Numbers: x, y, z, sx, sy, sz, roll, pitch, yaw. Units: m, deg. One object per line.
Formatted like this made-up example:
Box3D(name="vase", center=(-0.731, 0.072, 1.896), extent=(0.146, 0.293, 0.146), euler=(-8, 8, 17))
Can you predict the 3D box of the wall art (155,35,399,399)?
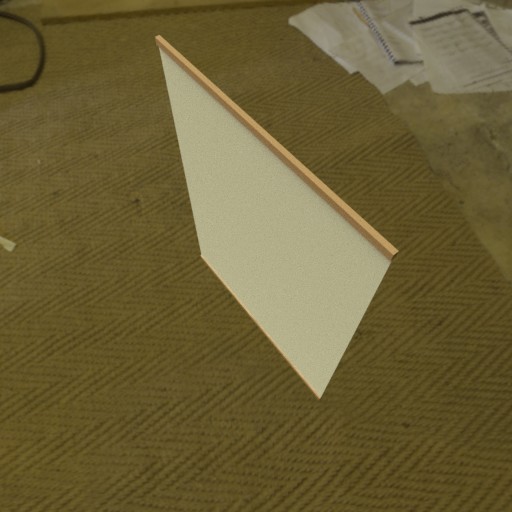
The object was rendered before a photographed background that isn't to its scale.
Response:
Box3D(name="wall art", center=(0.000, 0.000, 1.326), extent=(0.013, 1.016, 0.758), euler=(-34, 65, -18))
